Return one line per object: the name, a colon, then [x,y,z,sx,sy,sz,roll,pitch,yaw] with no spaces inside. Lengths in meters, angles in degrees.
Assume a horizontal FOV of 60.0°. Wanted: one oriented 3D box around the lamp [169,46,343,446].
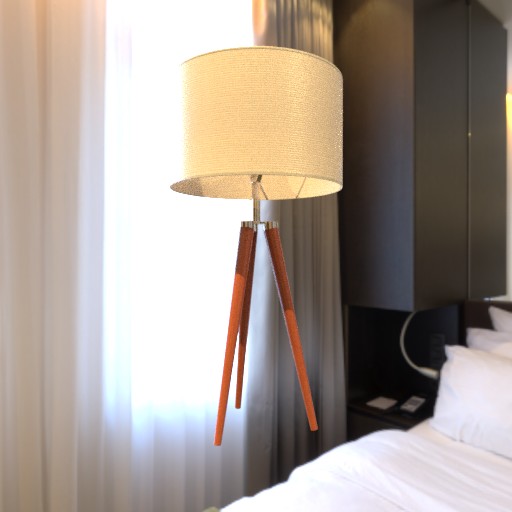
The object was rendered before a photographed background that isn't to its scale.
lamp: [0.000,0.000,0.924,0.354,0.709,0.355,0,0,19]
